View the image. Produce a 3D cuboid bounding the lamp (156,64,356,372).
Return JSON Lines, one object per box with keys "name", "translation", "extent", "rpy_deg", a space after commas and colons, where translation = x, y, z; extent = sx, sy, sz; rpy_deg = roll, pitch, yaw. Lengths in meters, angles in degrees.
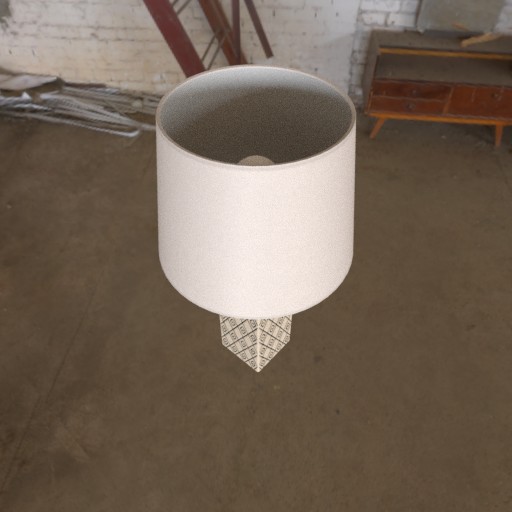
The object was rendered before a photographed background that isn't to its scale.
{"name": "lamp", "translation": [0.000, 0.000, 0.602], "extent": [0.251, 0.435, 0.251], "rpy_deg": [0, 47, 0]}
